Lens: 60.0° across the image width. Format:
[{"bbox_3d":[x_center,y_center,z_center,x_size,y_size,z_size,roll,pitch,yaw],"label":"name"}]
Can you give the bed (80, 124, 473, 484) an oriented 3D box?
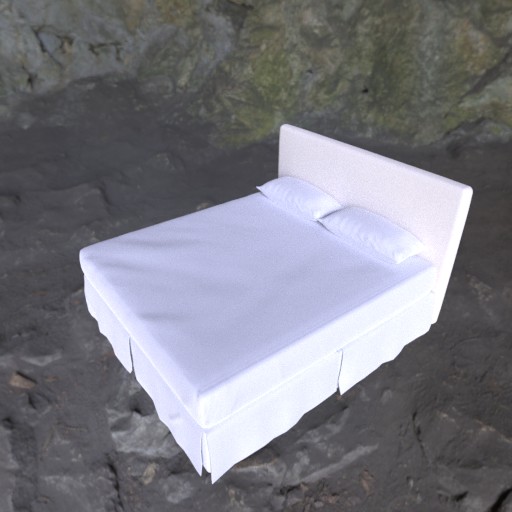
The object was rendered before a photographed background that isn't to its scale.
[{"bbox_3d":[0.000,0.000,3.556,2.341,1.317,2.119,-22,38,-31],"label":"bed"}]
